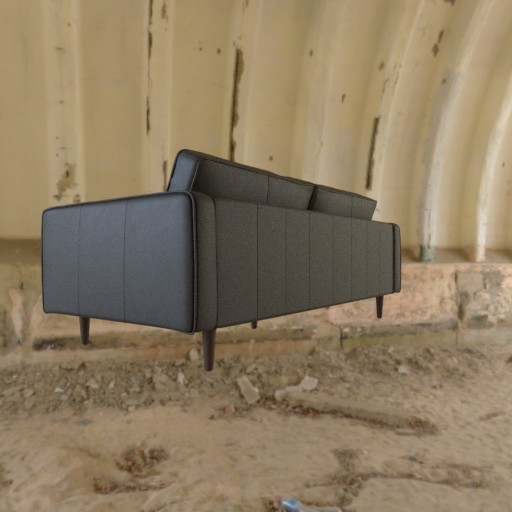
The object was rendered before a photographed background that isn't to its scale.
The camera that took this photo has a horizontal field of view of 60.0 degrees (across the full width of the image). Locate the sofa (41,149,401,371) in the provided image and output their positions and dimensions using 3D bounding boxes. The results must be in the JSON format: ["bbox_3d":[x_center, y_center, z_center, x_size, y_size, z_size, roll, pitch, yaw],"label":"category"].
[{"bbox_3d":[0.000,0.000,2.332,0.921,0.770,1.879,0,0,37],"label":"sofa"}]
